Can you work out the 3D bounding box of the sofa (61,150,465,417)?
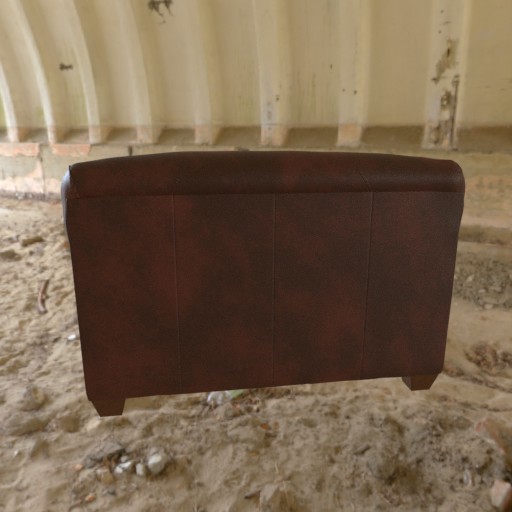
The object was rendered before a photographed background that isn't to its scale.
[{"bbox_3d":[0.000,0.000,2.035,1.413,0.956,1.000,-2,15,-8],"label":"sofa"}]
